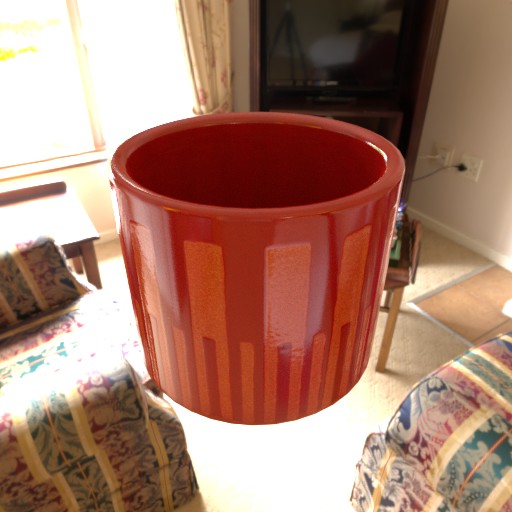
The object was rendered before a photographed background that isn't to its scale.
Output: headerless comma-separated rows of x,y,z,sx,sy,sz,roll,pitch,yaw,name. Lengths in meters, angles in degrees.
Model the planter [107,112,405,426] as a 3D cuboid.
0.000,0.000,0.405,0.230,0.202,0.230,0,32,0,planter
